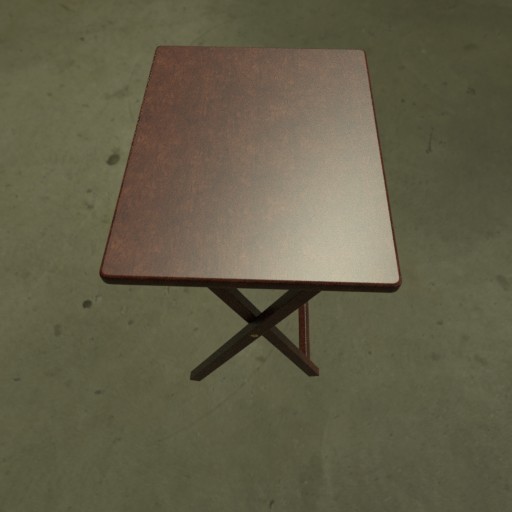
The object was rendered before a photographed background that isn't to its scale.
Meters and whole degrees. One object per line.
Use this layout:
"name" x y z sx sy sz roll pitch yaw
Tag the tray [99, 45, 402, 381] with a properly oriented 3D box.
"tray" 0.000 0.000 0.956 0.381 0.660 0.483 2 58 1
